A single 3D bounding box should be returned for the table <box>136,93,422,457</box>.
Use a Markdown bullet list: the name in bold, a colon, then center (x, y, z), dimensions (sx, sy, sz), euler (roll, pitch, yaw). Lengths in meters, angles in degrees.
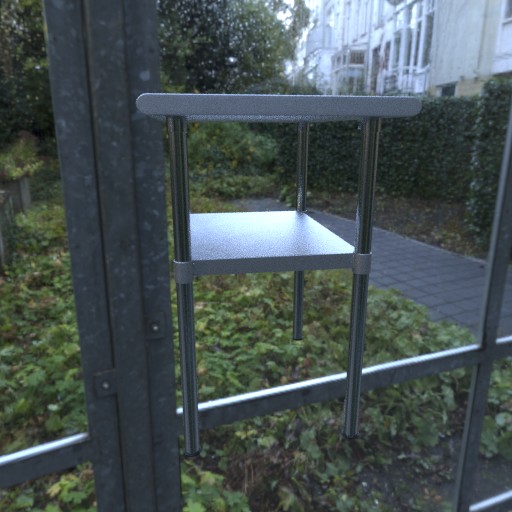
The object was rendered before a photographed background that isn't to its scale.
- **table**: center (0.000, 0.000, 1.361), dimensions (0.584, 0.876, 0.762), euler (-2, 16, -9)
